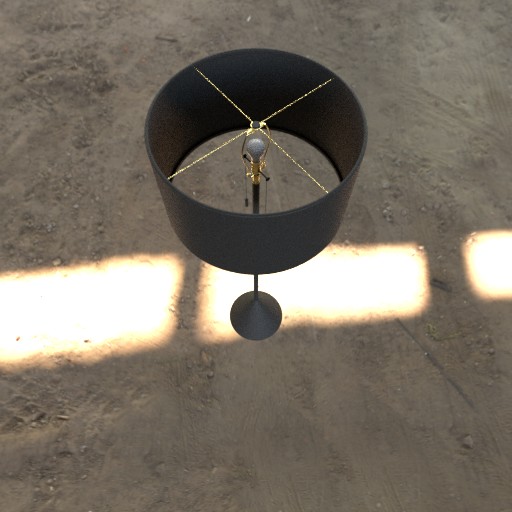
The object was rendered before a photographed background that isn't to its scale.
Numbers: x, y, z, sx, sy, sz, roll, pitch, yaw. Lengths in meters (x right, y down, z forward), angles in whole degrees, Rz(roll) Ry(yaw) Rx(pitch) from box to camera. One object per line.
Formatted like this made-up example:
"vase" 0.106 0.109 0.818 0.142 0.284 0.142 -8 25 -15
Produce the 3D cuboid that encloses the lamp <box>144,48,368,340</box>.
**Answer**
"lamp" 0.000 0.000 1.832 0.580 1.526 0.580 -36 68 -17
